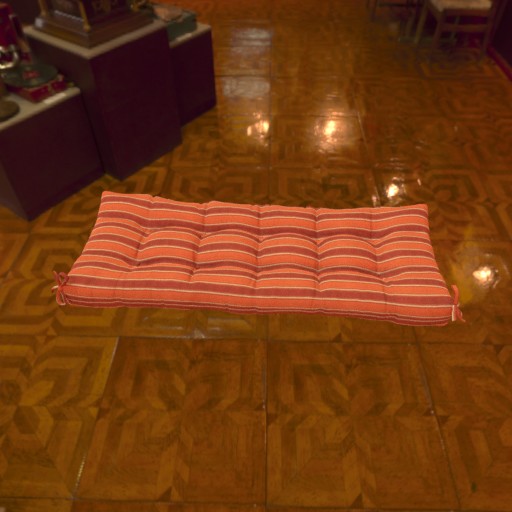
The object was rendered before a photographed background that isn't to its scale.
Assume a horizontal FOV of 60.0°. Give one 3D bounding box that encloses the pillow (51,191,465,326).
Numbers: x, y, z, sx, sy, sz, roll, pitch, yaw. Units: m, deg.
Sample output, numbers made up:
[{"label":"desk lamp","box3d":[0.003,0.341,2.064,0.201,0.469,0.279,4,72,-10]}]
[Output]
[{"label":"pillow","box3d":[0.000,0.000,1.379,1.194,0.174,0.511,3,46,3]}]
